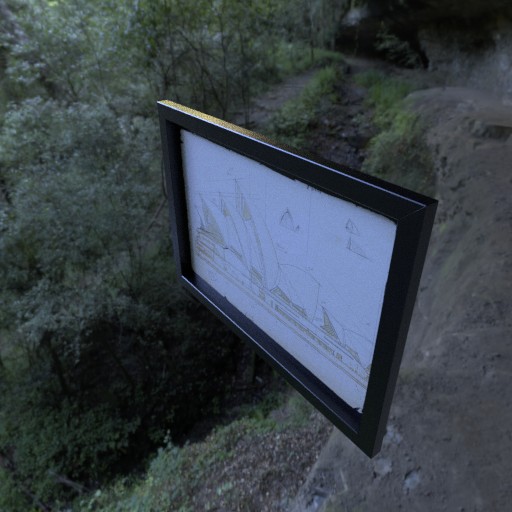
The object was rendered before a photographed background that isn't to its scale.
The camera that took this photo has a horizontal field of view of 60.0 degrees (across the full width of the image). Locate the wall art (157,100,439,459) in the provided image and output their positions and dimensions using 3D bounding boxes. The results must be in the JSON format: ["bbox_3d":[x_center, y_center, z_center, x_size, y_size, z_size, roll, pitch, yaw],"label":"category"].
[{"bbox_3d":[0.000,0.000,0.841,0.027,0.458,0.657,-22,37,-31],"label":"wall art"}]
